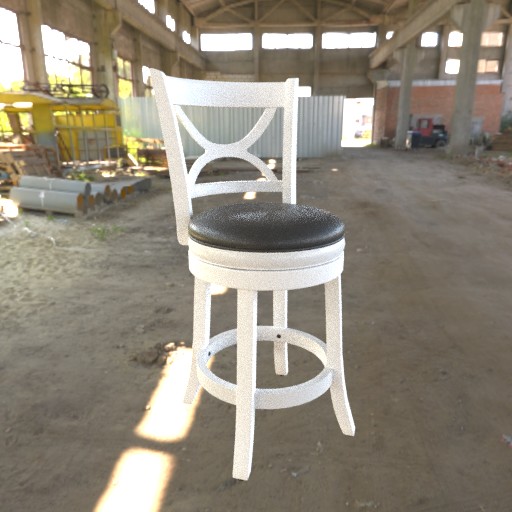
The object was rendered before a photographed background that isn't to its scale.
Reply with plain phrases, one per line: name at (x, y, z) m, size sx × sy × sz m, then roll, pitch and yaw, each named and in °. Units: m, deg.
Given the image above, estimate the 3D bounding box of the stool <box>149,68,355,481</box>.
stool at (0.000, 0.000, 1.205) m, size 0.444 × 0.953 × 0.508 m, roll -9°, pitch 18°, yaw -28°
